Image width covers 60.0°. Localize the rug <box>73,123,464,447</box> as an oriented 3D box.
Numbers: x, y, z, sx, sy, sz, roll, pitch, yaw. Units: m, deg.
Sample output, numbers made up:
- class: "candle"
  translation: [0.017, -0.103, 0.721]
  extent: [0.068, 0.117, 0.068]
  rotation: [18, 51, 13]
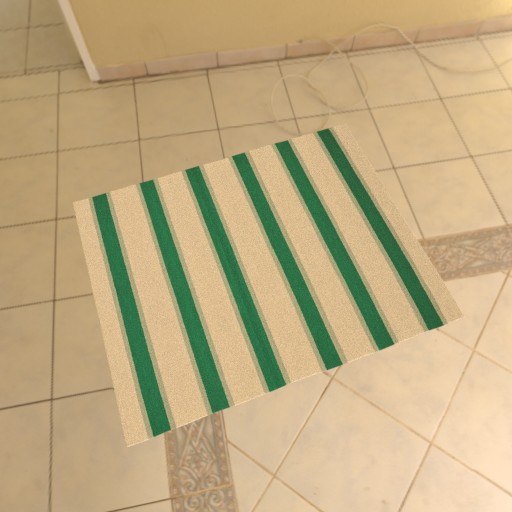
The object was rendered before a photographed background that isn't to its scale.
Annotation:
- class: "rug"
  translation: [0.000, 0.000, 4.191]
  extent: [3.041, 0.019, 2.434]
  rotation: [-18, 64, -9]
